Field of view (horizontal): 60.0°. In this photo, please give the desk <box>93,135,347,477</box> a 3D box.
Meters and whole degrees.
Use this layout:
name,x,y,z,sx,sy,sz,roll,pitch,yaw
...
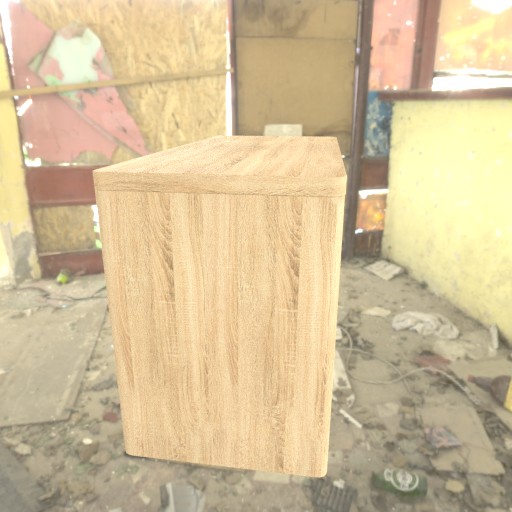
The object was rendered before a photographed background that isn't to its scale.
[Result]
name,x,y,z,sx,sy,sz,roll,pitch,yaw
desk,0.000,0.000,1.599,0.550,0.760,1.200,3,19,8
